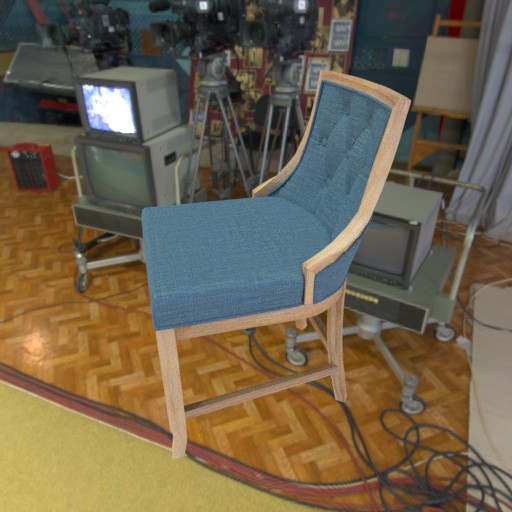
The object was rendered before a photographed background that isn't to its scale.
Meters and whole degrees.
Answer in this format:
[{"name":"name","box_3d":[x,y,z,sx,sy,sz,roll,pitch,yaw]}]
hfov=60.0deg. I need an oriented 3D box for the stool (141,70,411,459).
[{"name":"stool","box_3d":[0.000,0.000,1.295,0.626,0.938,0.524,-8,32,-13]}]
